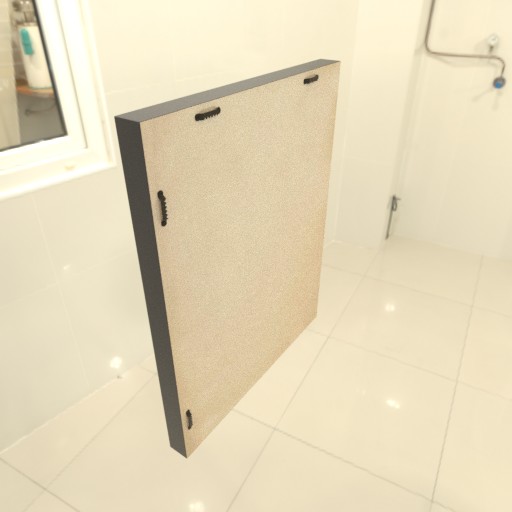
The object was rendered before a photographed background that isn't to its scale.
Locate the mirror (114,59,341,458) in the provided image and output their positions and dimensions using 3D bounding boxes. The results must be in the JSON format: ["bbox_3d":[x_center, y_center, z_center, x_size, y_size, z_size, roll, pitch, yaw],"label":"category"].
[{"bbox_3d":[0.000,0.000,0.682,0.041,0.508,0.405,21,38,29],"label":"mirror"}]
